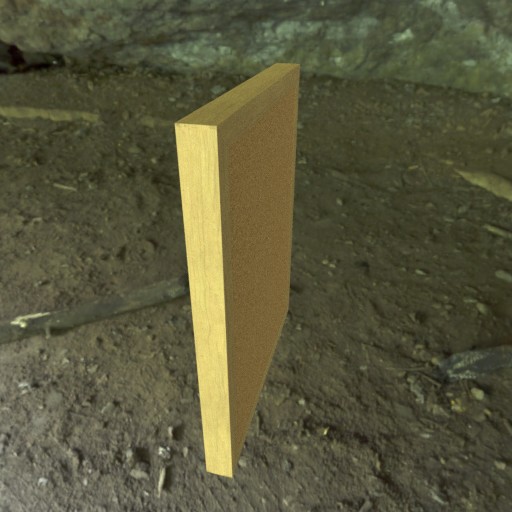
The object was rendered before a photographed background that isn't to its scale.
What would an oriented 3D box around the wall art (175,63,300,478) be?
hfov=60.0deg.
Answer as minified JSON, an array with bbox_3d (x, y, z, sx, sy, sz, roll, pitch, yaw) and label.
[{"bbox_3d":[0.000,0.000,0.519,0.030,0.380,0.312,8,31,13],"label":"wall art"}]
